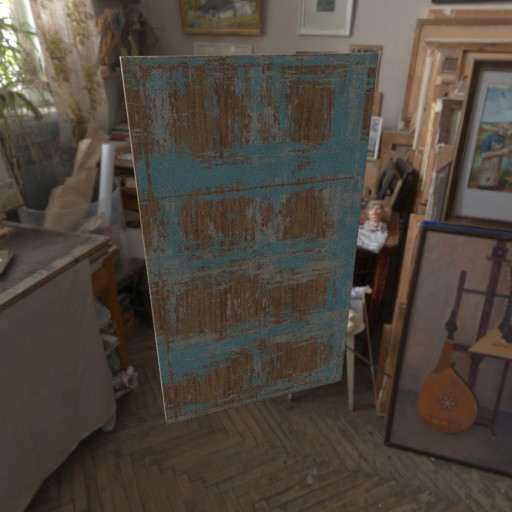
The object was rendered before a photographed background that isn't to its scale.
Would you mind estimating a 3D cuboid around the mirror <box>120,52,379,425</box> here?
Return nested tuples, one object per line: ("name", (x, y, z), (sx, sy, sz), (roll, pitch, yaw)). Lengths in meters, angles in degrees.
("mirror", (0.000, 0.000, 1.464), (0.707, 1.213, 0.083), (-9, 28, -17))
